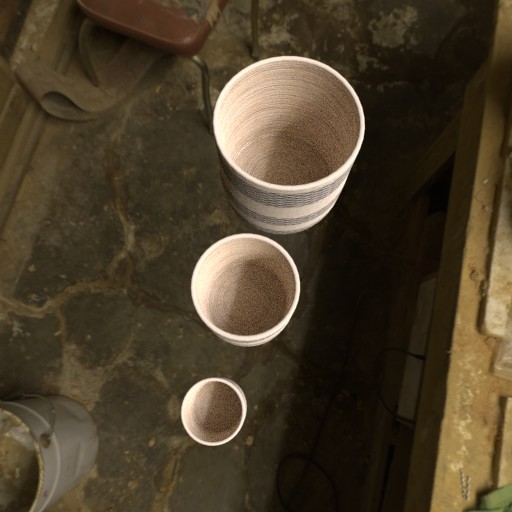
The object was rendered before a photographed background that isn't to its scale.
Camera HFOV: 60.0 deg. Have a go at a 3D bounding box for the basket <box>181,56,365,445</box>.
[{"bbox_3d":[0.000,0.000,1.105,0.351,0.356,0.917,15,76,4],"label":"basket"}]
